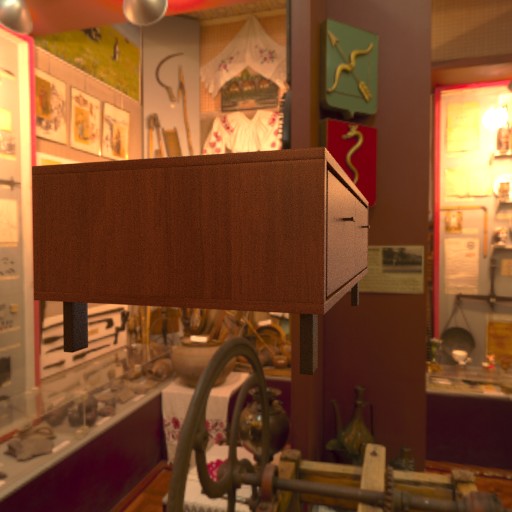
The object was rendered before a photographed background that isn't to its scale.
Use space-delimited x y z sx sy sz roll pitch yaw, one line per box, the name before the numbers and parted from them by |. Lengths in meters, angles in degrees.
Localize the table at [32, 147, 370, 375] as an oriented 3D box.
table | 0.000 0.000 1.273 0.600 0.380 1.020 1 2 18
